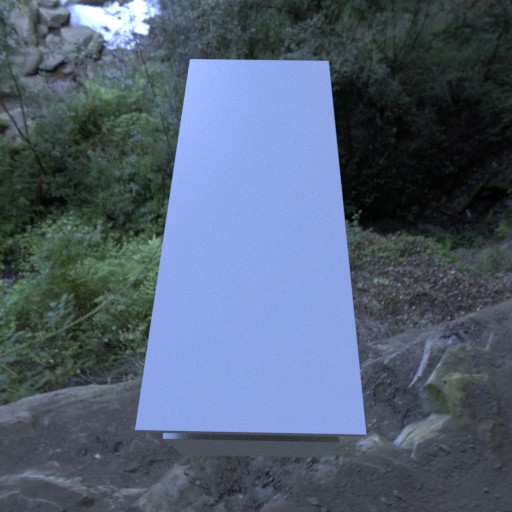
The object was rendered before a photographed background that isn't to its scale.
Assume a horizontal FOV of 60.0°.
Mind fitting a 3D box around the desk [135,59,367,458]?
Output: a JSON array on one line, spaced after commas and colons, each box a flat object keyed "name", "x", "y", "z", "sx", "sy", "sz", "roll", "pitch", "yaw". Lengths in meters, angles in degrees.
[{"name": "desk", "x": 0.000, "y": 0.000, "z": 1.875, "sx": 0.603, "sy": 0.773, "sz": 1.530, "roll": 1, "pitch": 59, "yaw": 1}]
